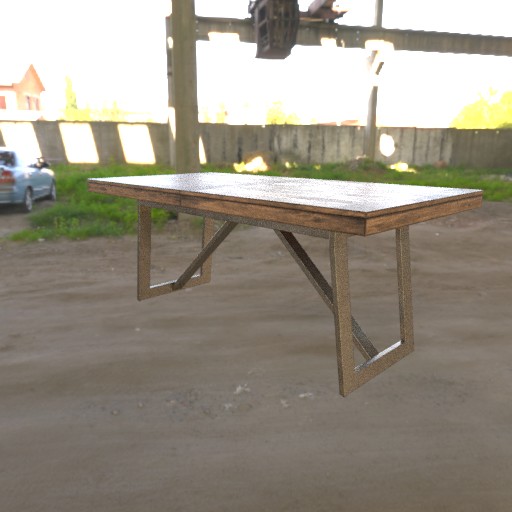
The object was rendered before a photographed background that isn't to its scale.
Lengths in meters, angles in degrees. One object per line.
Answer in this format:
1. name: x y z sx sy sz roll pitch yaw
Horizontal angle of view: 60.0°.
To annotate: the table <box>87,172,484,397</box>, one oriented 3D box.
1. table: 0.000 0.000 2.343 0.931 0.757 1.867 -13 19 -43
